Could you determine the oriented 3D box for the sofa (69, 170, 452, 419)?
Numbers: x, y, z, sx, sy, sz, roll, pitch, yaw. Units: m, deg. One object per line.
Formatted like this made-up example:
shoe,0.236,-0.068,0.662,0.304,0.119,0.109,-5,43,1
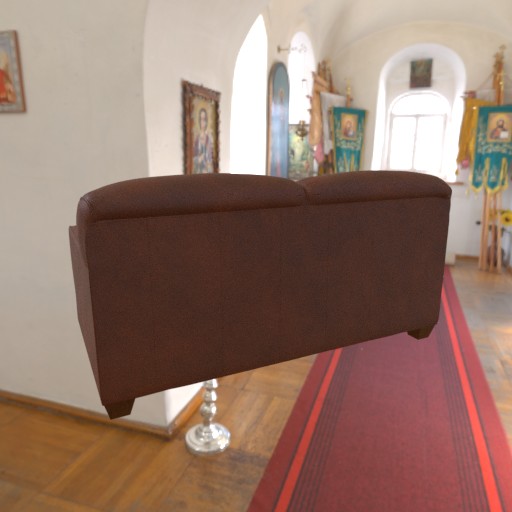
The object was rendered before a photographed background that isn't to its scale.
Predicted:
sofa,0.000,0.000,2.436,1.856,0.966,1.000,-7,16,-26
